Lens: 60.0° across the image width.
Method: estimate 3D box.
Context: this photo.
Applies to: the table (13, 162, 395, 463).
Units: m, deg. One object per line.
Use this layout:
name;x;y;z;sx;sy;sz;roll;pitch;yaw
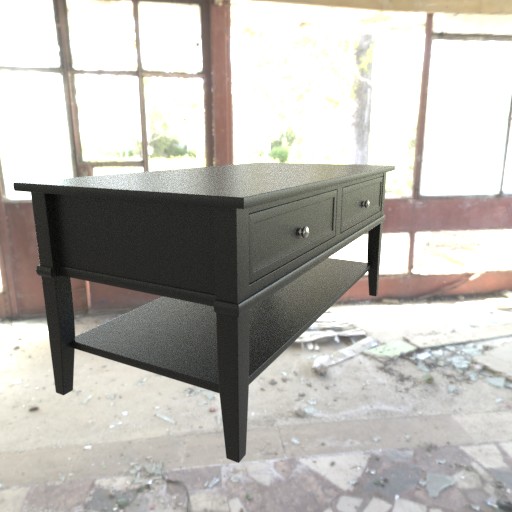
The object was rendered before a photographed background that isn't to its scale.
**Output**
table;0.000;0.000;1.253;0.523;0.470;1.044;8;16;27
